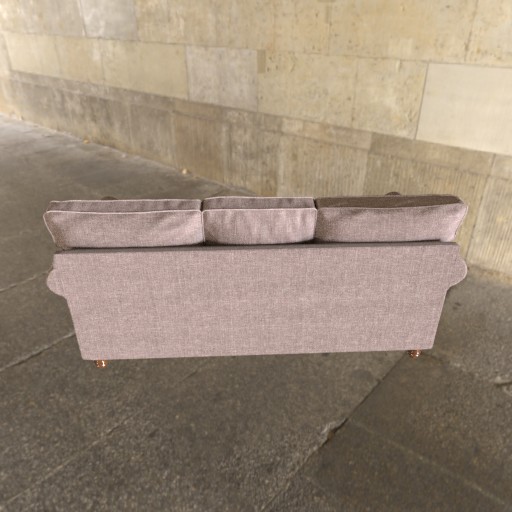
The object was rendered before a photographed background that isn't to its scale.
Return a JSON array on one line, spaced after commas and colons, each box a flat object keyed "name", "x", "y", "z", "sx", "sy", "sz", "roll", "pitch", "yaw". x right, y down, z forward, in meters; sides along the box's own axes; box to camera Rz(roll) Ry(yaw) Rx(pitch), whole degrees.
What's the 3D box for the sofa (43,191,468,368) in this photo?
[{"name": "sofa", "x": 0.000, "y": 0.000, "z": 2.616, "sx": 2.084, "sy": 0.961, "sz": 0.916, "roll": -1, "pitch": 29, "yaw": -2}]
